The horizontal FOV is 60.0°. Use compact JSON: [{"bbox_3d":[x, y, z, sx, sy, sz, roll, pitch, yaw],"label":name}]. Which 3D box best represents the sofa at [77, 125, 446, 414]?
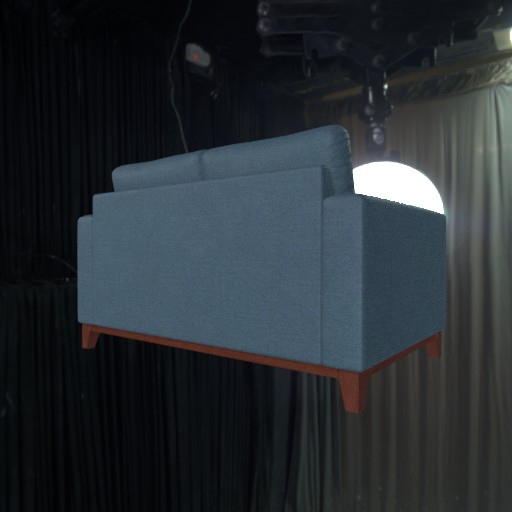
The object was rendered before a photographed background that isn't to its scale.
[{"bbox_3d":[0.000,0.000,2.089,1.489,0.903,0.955,1,1,37],"label":"sofa"}]
